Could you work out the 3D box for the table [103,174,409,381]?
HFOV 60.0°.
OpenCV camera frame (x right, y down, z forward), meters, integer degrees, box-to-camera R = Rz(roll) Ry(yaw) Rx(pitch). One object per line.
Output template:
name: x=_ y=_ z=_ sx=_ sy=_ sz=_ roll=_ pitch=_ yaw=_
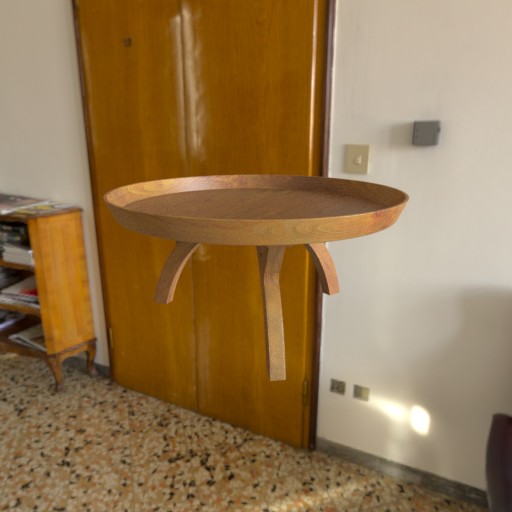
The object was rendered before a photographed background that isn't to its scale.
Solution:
table: x=0.000 y=0.000 z=1.582 sx=1.016 sy=0.470 sz=1.016 roll=0 pitch=16 yaw=0
